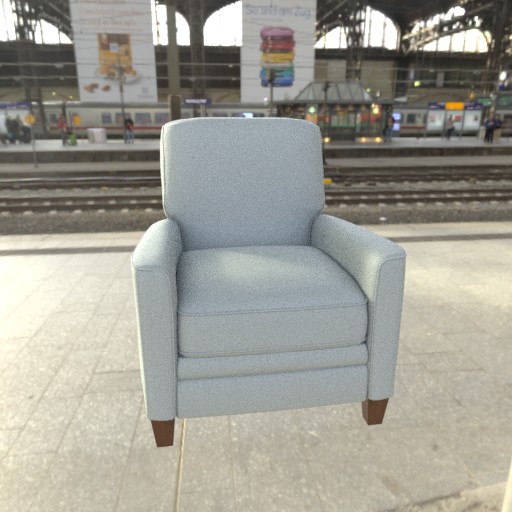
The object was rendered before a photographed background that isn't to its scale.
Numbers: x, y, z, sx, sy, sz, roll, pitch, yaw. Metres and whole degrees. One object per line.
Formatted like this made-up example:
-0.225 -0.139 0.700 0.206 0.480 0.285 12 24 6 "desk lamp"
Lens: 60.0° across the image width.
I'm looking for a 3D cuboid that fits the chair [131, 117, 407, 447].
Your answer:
0.000 0.000 1.673 0.853 1.007 0.846 -3 17 -8 "chair"
